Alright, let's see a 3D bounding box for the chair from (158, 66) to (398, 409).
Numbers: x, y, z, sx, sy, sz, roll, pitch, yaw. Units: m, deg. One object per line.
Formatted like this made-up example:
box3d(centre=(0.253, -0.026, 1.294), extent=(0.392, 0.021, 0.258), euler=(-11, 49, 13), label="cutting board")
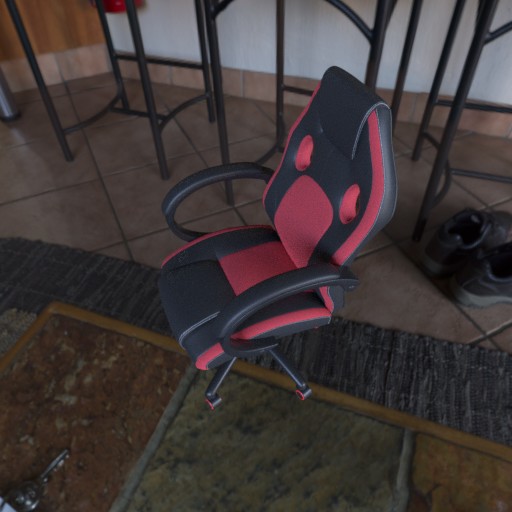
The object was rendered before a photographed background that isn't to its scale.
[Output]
box3d(centre=(0.000, 0.000, 1.616), extent=(0.724, 1.187, 0.673), euler=(-17, 49, -16), label="chair")
